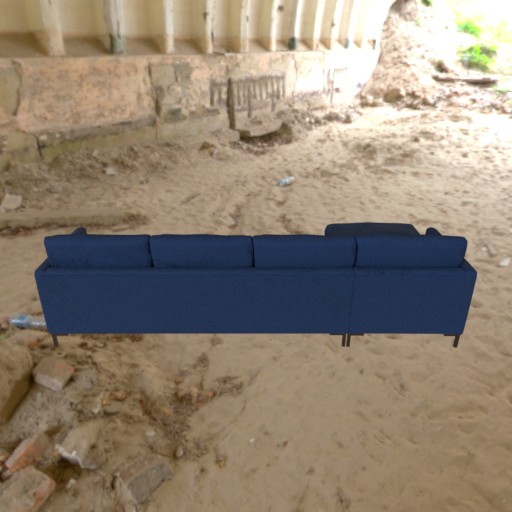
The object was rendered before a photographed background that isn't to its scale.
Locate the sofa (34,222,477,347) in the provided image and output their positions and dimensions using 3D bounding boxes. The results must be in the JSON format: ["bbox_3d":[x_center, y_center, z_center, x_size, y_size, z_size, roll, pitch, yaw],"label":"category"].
[{"bbox_3d":[0.000,0.000,2.958,2.450,0.679,1.128,0,25,0],"label":"sofa"}]
